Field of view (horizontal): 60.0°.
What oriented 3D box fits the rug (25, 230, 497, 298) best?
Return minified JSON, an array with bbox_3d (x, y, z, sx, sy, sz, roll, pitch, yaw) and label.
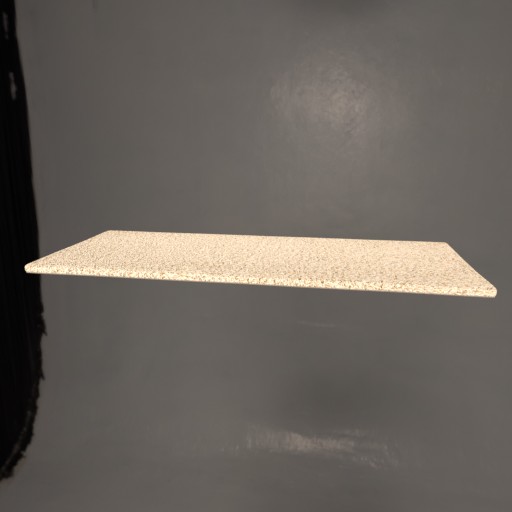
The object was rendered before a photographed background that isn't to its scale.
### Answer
[{"bbox_3d":[0.000,0.000,1.695,1.524,0.030,0.609,2,15,9],"label":"rug"}]
